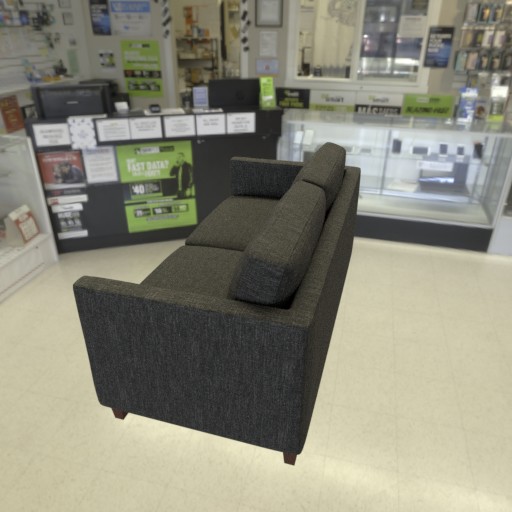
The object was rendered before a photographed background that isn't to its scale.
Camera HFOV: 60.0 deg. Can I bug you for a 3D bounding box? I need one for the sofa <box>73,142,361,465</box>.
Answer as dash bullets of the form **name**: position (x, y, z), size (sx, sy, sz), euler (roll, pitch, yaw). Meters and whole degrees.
- **sofa**: position (0.000, 0.000, 2.466), size (0.950, 0.963, 1.884), euler (8, 29, 15)
